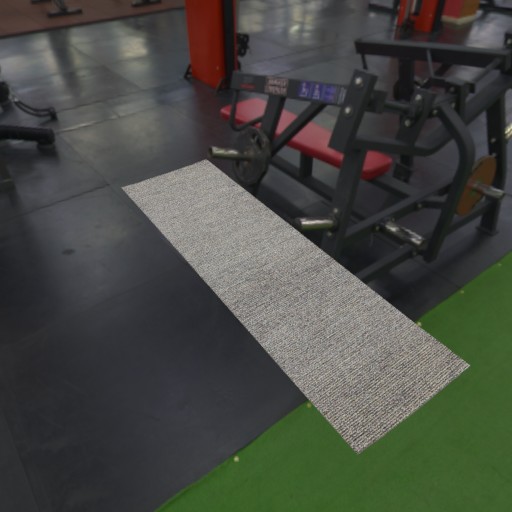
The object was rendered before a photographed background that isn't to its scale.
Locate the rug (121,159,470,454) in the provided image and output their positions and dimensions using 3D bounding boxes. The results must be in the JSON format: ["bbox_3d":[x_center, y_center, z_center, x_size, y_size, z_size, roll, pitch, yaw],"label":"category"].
[{"bbox_3d":[0.000,0.000,2.540,0.697,0.013,2.335,-24,46,-26],"label":"rug"}]
